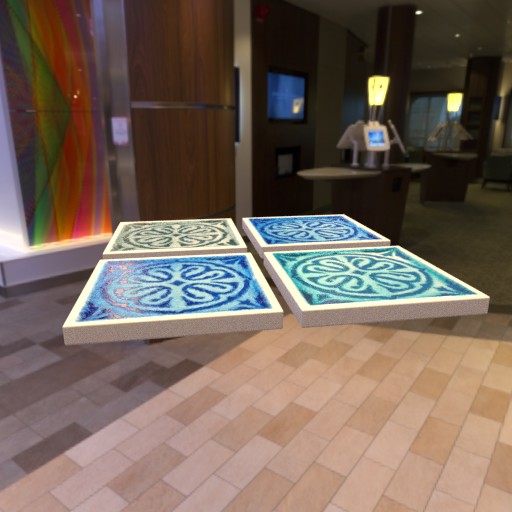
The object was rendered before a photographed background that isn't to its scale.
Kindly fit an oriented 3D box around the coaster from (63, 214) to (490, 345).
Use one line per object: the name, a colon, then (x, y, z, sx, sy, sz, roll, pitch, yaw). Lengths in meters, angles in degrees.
coaster: (0.000, 0.000, 0.320, 0.214, 0.010, 0.219, -3, 17, -9)
